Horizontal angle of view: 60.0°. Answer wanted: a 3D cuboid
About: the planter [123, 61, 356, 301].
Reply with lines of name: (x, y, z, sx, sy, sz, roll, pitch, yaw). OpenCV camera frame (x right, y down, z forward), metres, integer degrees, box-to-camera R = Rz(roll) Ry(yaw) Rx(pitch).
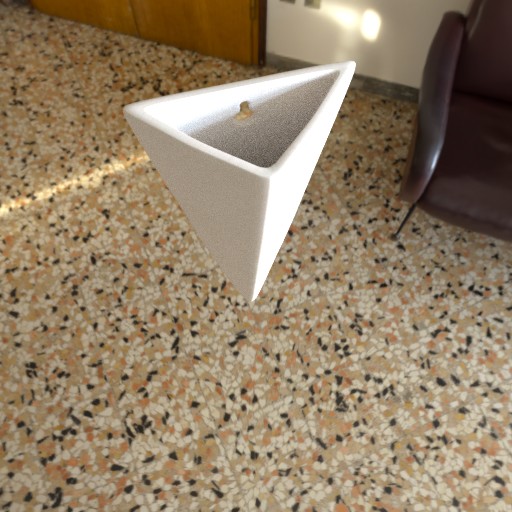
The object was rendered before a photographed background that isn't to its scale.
planter: (0.000, 0.000, 0.399, 0.143, 0.338, 0.065, -14, 64, -7)
